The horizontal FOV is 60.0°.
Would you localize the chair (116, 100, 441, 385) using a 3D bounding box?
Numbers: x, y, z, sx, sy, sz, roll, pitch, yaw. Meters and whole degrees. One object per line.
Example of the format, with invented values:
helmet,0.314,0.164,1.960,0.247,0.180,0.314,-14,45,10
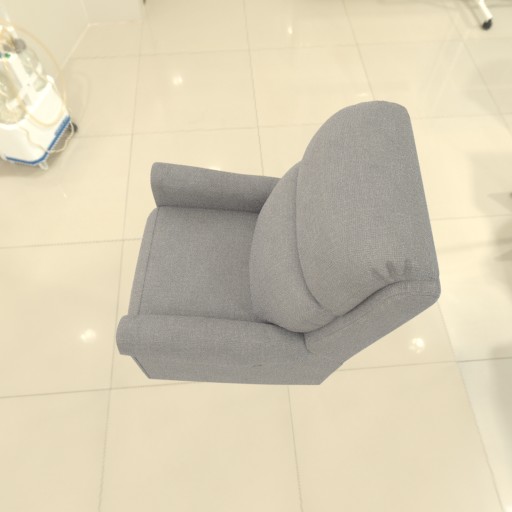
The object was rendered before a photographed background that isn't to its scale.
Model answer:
chair,0.000,0.000,1.732,1.014,1.054,0.838,2,59,1
